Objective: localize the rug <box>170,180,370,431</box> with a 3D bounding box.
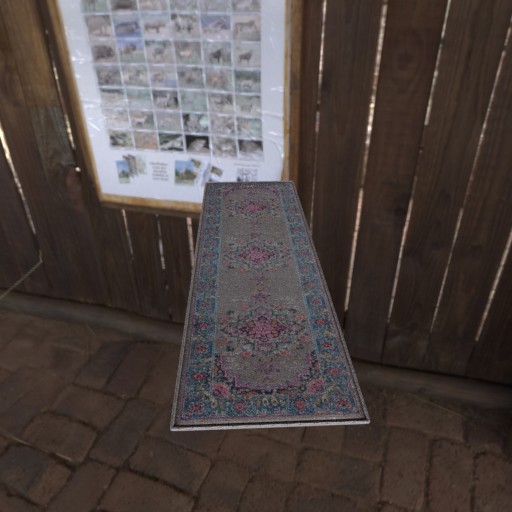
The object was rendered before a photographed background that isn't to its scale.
[{"bbox_3d":[0.000,0.000,1.997,0.553,0.012,1.827,-1,31,-2],"label":"rug"}]
